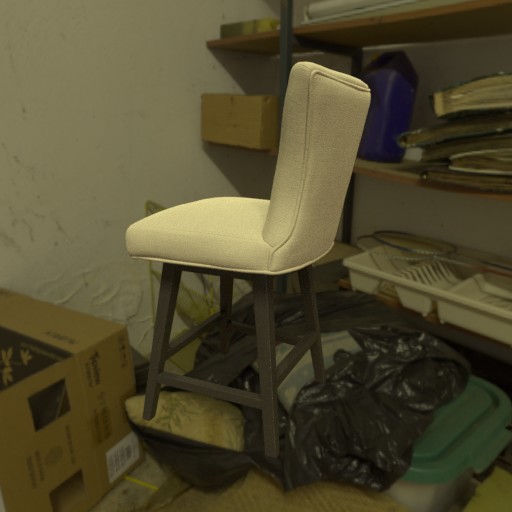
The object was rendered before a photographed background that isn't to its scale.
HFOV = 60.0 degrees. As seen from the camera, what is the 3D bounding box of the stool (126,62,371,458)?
[{"bbox_3d":[0.000,0.000,1.338,0.574,1.000,0.514,8,17,25],"label":"stool"}]
